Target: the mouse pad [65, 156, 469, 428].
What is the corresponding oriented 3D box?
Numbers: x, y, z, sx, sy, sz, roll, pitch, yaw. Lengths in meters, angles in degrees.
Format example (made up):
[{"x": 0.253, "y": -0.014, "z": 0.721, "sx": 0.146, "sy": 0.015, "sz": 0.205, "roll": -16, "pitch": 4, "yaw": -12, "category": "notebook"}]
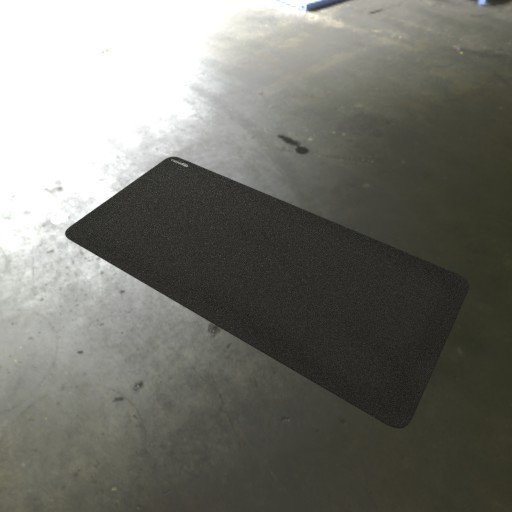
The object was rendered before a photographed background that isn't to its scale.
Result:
[{"x": 0.000, "y": 0.000, "z": 1.064, "sx": 0.907, "sy": 0.003, "sz": 0.424, "roll": 26, "pitch": 52, "yaw": 23, "category": "mouse pad"}]
